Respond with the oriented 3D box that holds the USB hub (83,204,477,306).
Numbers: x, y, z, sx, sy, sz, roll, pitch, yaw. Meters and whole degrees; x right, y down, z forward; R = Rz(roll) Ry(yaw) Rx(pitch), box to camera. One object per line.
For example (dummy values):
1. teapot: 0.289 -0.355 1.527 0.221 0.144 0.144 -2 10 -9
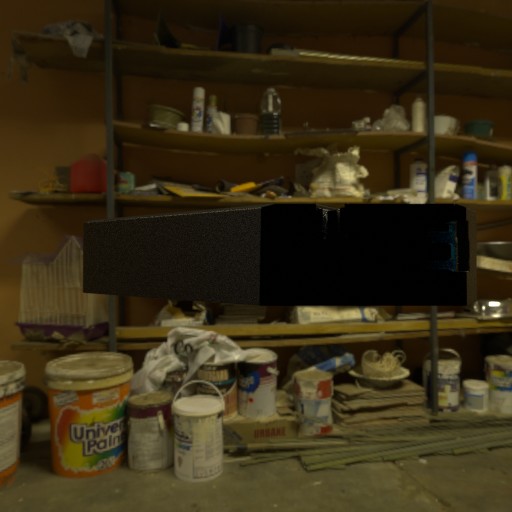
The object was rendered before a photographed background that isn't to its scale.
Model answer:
1. USB hub: 0.000 0.000 0.128 0.110 0.023 0.044 0 -1 36
